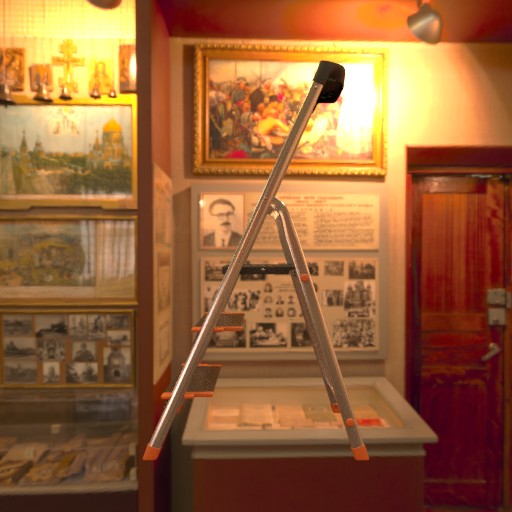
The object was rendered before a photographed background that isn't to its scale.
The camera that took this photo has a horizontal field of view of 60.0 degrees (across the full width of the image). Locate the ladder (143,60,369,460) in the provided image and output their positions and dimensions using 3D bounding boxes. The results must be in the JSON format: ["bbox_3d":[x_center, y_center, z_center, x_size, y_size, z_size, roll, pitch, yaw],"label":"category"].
[{"bbox_3d":[0.000,0.000,1.536,0.686,1.229,0.416,0,1,0],"label":"ladder"}]
